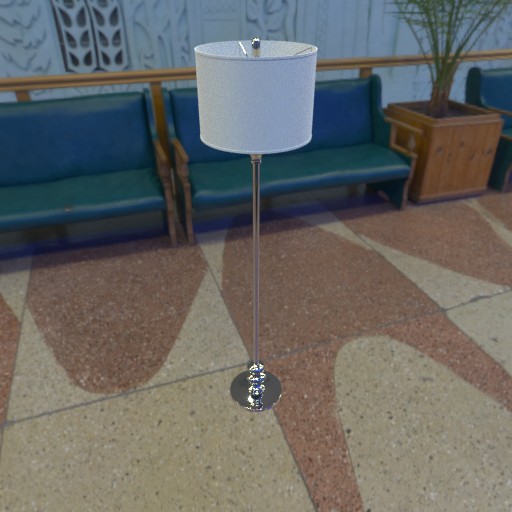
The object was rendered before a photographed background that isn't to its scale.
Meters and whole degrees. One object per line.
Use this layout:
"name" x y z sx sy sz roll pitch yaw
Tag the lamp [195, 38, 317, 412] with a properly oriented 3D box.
"lamp" 0.000 0.000 1.675 0.356 1.487 0.356 -9 33 -14
